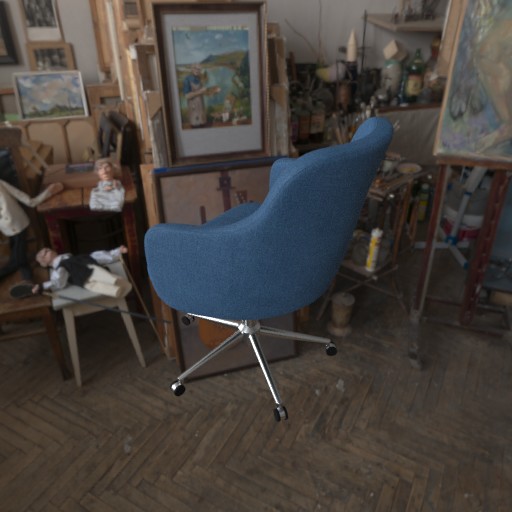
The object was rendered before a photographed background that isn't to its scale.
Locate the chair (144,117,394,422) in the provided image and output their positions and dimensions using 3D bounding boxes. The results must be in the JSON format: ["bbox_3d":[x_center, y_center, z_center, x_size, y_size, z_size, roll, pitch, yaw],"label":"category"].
[{"bbox_3d":[0.000,0.000,1.295,0.655,0.820,0.599,21,38,29],"label":"chair"}]
